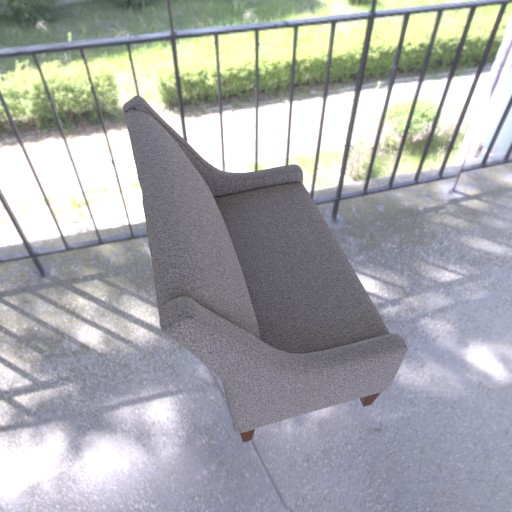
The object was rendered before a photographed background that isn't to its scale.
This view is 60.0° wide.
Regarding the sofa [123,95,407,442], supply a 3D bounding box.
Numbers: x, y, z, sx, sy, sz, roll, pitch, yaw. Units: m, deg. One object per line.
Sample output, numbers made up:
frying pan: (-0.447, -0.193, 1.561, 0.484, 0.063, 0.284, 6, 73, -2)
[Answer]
sofa: (0.000, 0.000, 1.965, 0.862, 1.026, 1.242, -12, 48, -11)
